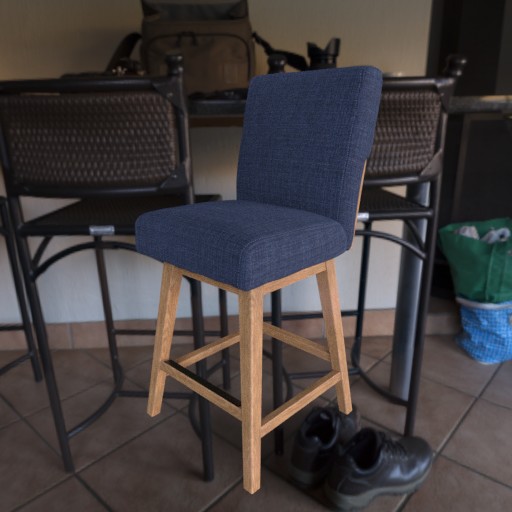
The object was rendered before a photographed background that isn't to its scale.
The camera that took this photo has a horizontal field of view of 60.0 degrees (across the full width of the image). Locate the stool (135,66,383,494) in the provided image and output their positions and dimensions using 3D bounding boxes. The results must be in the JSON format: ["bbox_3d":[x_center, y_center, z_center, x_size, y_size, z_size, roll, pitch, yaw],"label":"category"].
[{"bbox_3d":[0.000,0.000,1.260,0.459,1.010,0.526,16,23,41],"label":"stool"}]
